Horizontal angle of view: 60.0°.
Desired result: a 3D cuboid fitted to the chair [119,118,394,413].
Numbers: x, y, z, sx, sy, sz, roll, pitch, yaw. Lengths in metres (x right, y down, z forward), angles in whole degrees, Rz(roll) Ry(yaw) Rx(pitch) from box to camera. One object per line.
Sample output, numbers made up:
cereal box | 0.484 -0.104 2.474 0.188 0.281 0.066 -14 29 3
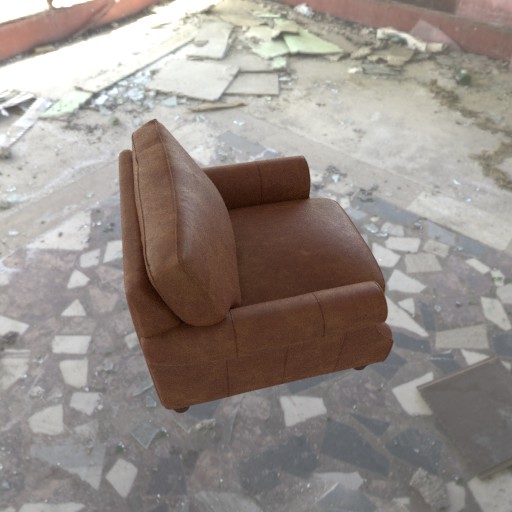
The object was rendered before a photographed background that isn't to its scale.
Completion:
chair | 0.000 0.000 1.844 0.986 0.962 0.983 -10 47 -10
